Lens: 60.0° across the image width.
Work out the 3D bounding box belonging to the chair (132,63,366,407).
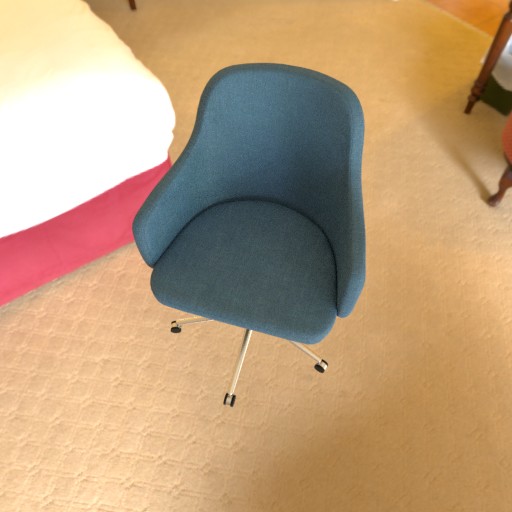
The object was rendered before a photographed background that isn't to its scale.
[{"bbox_3d":[0.000,0.000,1.284,0.599,0.820,0.655,14,56,9],"label":"chair"}]
